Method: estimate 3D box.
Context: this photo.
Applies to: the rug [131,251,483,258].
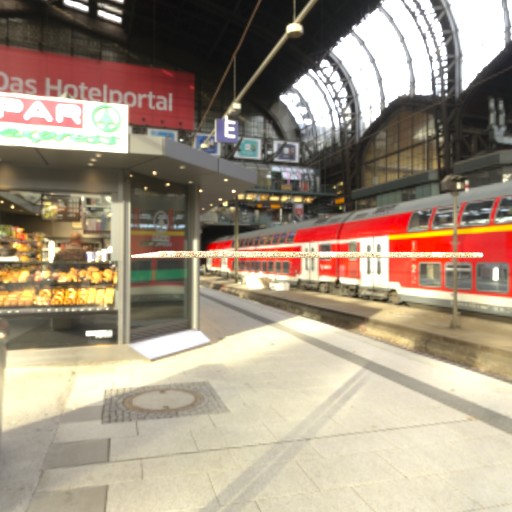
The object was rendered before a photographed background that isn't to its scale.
[{"bbox_3d":[0.000,0.000,3.487,1.778,0.030,2.743,0,0,-18],"label":"rug"}]
